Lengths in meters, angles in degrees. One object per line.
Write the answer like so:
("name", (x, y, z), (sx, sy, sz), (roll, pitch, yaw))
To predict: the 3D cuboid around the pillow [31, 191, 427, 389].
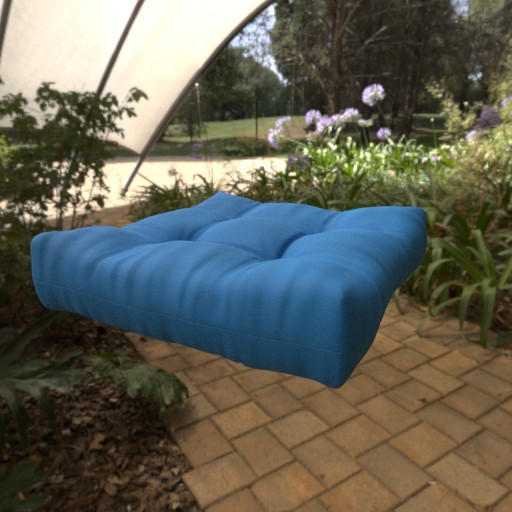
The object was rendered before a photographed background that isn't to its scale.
("pillow", (0.000, 0.000, 0.712), (0.468, 0.128, 0.490), (9, 19, 27))
